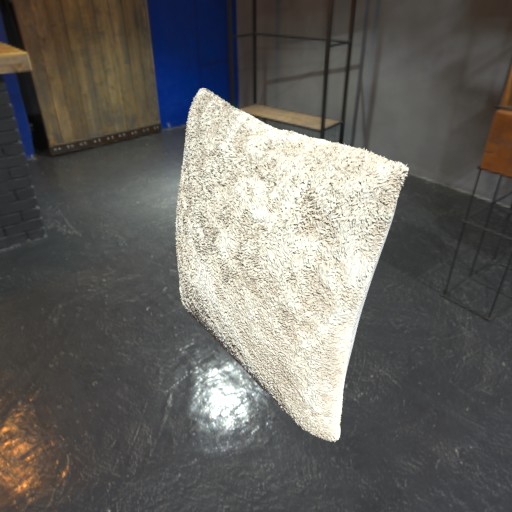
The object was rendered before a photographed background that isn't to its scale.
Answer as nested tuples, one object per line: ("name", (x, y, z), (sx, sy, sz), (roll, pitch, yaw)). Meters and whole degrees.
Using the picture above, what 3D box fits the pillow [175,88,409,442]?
("pillow", (0.000, 0.000, 0.838), (0.218, 0.515, 0.529), (-22, 38, -30))
